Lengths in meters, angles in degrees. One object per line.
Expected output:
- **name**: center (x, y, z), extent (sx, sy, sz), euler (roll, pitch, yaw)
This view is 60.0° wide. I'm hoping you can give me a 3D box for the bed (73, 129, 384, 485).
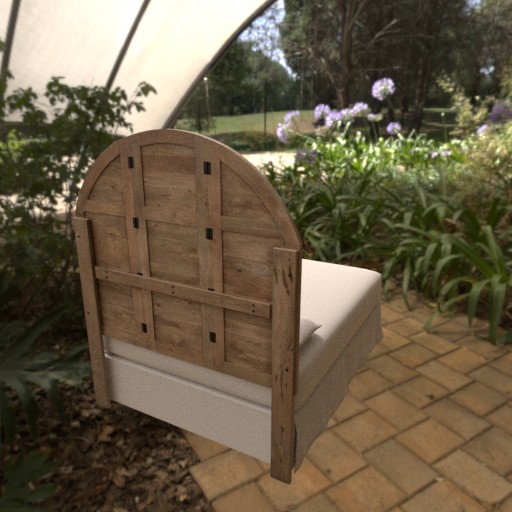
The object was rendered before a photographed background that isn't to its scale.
- **bed**: center (0.000, 0.000, 3.559), extent (1.713, 2.002, 2.112), euler (9, 20, 28)
